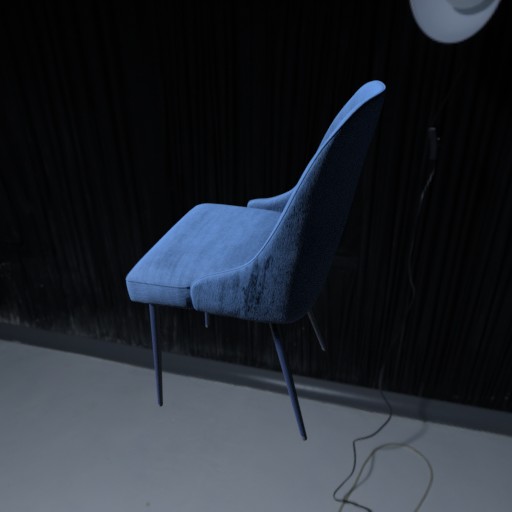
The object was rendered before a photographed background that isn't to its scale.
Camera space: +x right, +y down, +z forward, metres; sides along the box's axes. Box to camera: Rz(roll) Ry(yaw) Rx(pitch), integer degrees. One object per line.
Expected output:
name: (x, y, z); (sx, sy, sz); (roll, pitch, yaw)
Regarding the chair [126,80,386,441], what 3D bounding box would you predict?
chair: (0.000, 0.000, 1.208); (0.559, 0.896, 0.478); (8, 31, 14)
